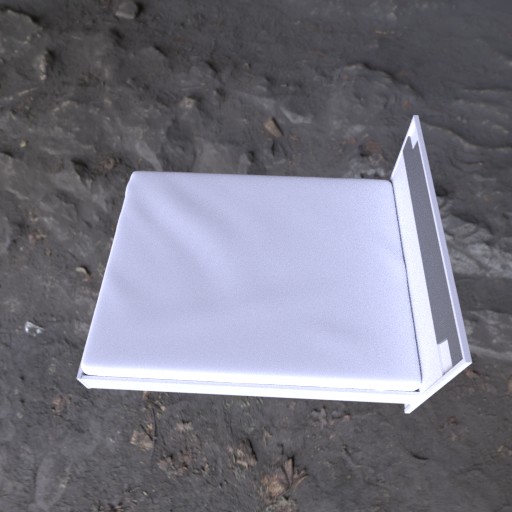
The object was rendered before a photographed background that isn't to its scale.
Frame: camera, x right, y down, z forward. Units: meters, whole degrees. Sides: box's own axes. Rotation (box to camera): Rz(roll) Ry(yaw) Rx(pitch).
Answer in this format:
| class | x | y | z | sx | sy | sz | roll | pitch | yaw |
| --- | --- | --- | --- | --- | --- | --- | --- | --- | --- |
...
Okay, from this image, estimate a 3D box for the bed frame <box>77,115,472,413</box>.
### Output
| class | x | y | z | sx | sy | sz | roll | pitch | yaw |
| --- | --- | --- | --- | --- | --- | --- | --- | --- | --- |
| bed frame | 0.000 | 0.000 | 2.971 | 2.100 | 1.001 | 1.711 | 2 | 58 | 2 |
